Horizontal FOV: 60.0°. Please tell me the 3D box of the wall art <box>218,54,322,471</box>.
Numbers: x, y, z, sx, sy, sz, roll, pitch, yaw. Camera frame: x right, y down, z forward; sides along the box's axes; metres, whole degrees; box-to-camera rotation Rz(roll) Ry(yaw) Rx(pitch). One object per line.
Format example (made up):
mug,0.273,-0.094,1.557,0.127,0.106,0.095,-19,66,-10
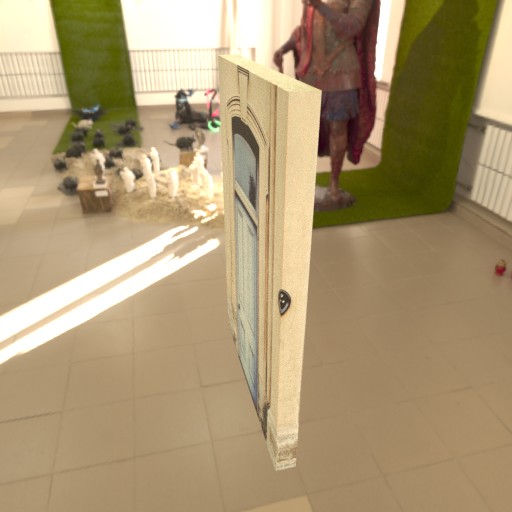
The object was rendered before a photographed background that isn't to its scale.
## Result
wall art,0.000,0.000,0.772,0.036,0.607,0.403,-7,30,-13
